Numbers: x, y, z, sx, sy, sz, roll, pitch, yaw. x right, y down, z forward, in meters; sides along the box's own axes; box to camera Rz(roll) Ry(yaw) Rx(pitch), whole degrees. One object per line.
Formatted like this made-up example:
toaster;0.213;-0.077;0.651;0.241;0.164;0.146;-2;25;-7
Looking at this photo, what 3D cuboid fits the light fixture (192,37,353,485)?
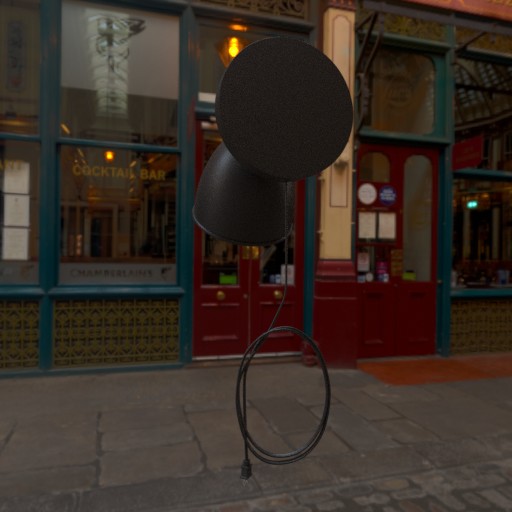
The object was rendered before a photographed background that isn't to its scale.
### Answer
light fixture;0.000;0.000;0.486;0.127;0.401;0.203;0;-1;-17
